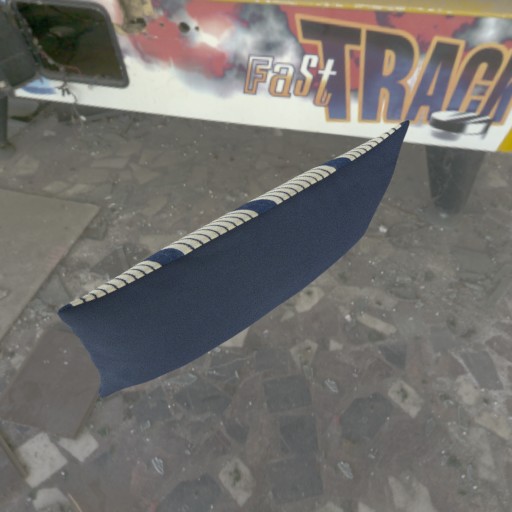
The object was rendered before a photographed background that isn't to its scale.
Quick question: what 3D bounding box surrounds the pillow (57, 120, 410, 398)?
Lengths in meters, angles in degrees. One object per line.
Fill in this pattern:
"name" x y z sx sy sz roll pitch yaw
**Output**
"pillow" 0.000 0.000 0.723 0.608 0.292 0.156 -31 55 -26
